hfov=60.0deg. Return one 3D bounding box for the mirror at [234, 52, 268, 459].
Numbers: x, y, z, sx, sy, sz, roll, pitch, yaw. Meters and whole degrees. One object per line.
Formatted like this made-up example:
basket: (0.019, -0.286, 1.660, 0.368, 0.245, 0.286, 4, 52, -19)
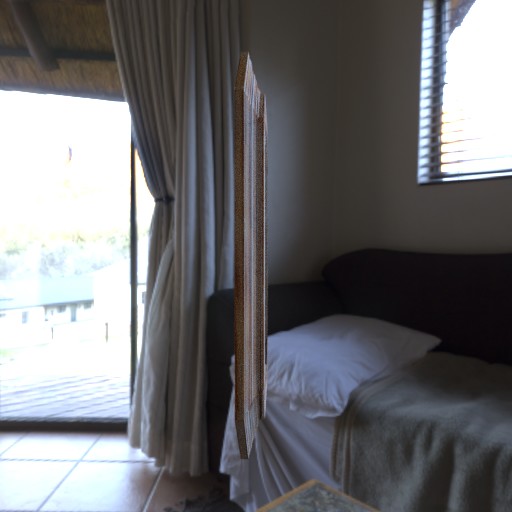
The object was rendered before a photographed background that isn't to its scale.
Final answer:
mirror: (0.000, 0.000, 1.296, 0.061, 1.015, 0.709, 0, 1, 2)
